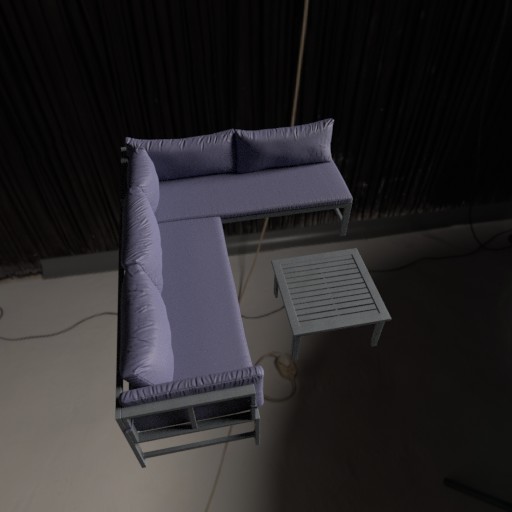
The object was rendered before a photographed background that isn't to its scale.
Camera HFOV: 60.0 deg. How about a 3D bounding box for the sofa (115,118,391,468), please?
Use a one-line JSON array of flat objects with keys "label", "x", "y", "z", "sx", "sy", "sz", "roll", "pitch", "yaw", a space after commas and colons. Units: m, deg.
[{"label": "sofa", "x": 0.000, "y": 0.000, "z": 2.919, "sx": 1.658, "sy": 0.762, "sz": 2.149, "roll": -8, "pitch": 47, "yaw": -8}]
